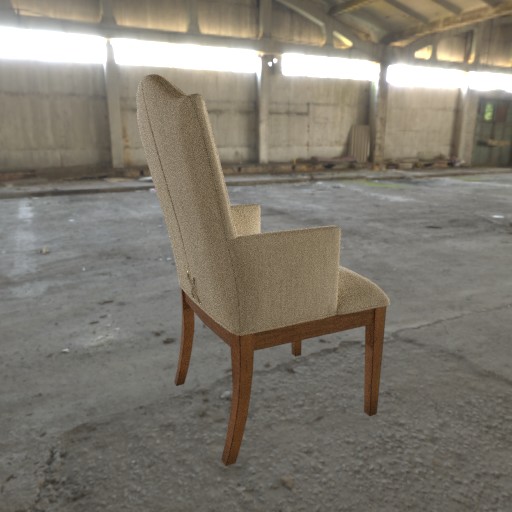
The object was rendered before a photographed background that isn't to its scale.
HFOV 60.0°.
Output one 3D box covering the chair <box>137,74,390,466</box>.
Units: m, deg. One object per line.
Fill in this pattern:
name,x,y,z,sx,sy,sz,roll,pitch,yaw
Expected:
chair,0.000,0.000,1.375,0.641,1.016,0.533,-7,16,-26
